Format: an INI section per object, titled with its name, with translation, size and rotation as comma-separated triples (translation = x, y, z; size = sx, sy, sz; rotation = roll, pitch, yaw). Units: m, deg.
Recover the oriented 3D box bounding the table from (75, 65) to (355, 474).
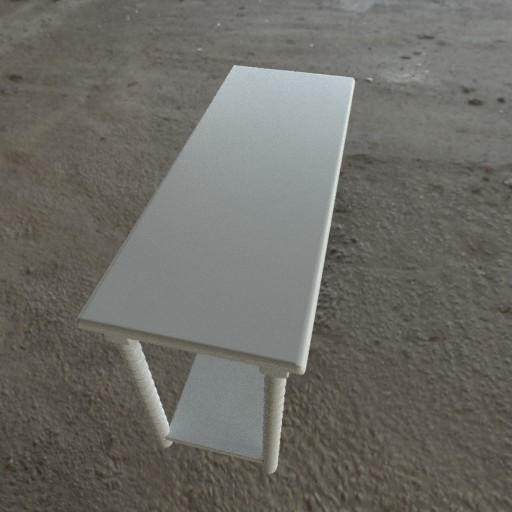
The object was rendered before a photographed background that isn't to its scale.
[table]
translation = 0.000, 0.000, 1.488
size = 0.459, 0.740, 1.184
rotation = 10, 48, 9
